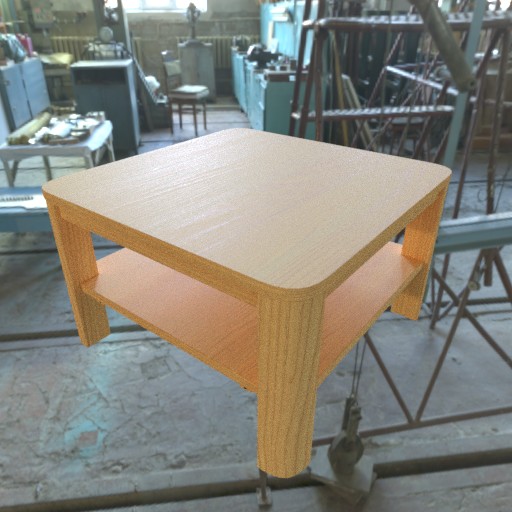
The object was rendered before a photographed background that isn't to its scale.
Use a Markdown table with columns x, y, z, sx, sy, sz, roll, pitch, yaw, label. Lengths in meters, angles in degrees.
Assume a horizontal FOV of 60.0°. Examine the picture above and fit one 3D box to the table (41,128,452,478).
| x | y | z | sx | sy | sz | roll | pitch | yaw | label |
| --- | --- | --- | --- | --- | --- | --- | --- | --- | --- |
| 0.000 | 0.000 | 1.202 | 0.750 | 0.450 | 0.750 | 21 | 35 | 32 | table |
